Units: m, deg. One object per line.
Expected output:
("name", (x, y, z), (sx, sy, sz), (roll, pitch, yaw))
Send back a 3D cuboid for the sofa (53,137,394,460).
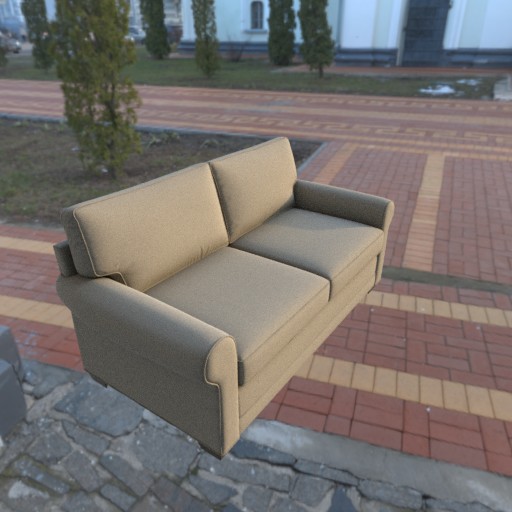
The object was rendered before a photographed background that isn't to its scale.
("sofa", (0.000, 0.000, 2.439), (0.940, 0.952, 1.930), (18, 32, 31))
